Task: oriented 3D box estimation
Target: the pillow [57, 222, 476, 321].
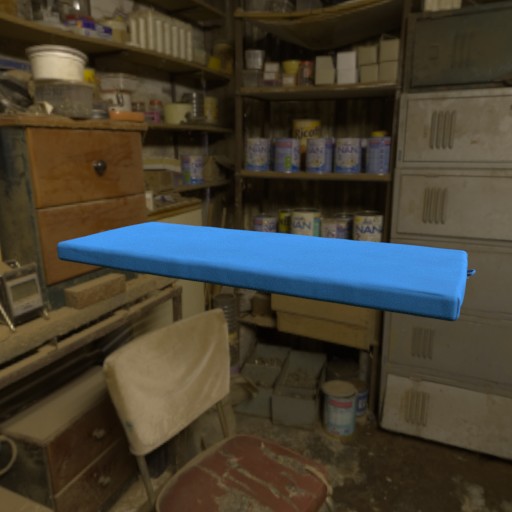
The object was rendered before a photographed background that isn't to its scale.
[{"bbox_3d":[0.000,0.000,1.333,1.187,0.081,0.492,7,15,26],"label":"pillow"}]
